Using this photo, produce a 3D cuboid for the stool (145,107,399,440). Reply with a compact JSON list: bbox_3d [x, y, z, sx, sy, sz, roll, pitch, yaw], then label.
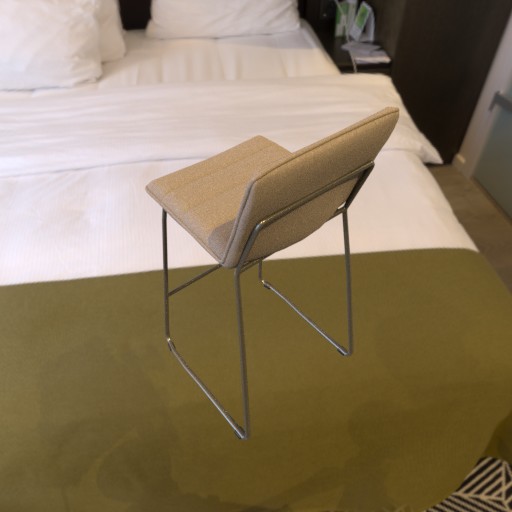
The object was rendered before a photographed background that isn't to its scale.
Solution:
[{"bbox_3d":[0.000,0.000,1.257,0.490,0.960,0.490,-30,52,-27],"label":"stool"}]
